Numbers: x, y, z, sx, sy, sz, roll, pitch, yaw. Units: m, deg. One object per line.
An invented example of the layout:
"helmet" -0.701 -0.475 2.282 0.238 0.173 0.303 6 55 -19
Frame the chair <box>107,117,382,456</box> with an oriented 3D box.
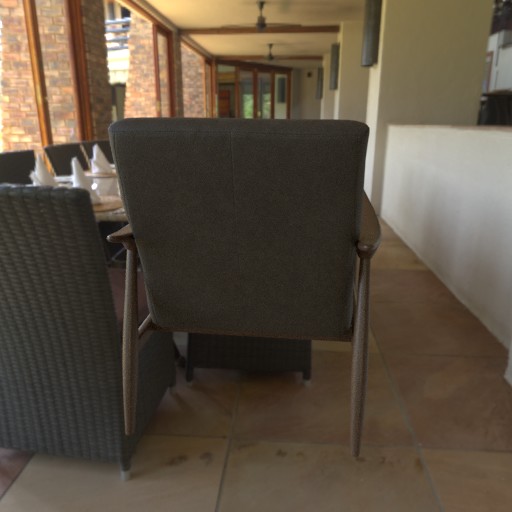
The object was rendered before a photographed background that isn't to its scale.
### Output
"chair" 0.000 0.000 1.402 0.741 0.831 0.798 2 17 7
